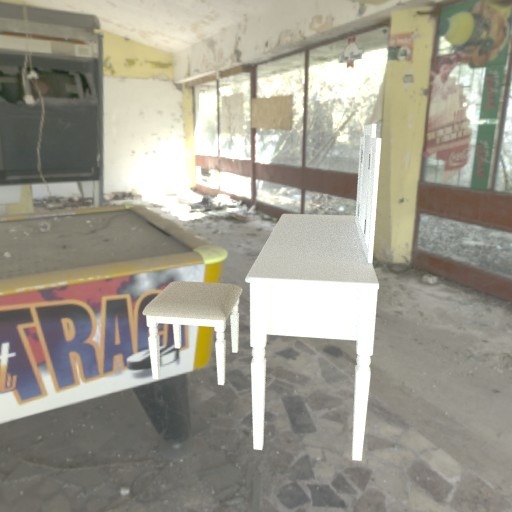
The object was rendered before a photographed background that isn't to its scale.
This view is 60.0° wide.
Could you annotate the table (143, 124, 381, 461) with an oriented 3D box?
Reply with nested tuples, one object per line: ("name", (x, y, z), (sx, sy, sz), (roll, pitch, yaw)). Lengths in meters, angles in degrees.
("table", (0.000, 0.000, 2.312), (1.115, 1.310, 1.369), (2, 16, 9))
